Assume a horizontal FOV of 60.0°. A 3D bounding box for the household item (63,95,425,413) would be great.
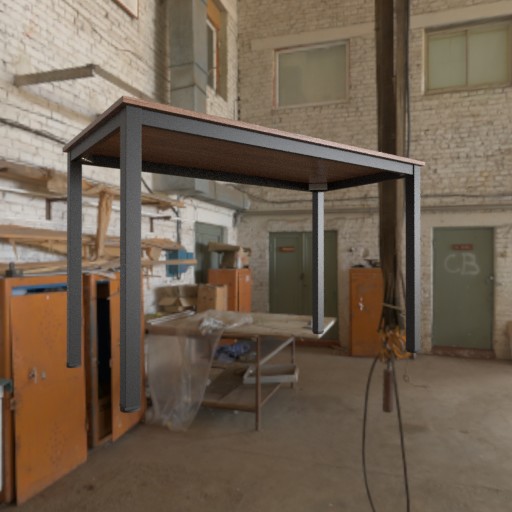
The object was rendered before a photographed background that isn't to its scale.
[{"bbox_3d":[0.000,0.000,1.623,1.200,0.750,0.600,0,-1,-36],"label":"household item"}]
